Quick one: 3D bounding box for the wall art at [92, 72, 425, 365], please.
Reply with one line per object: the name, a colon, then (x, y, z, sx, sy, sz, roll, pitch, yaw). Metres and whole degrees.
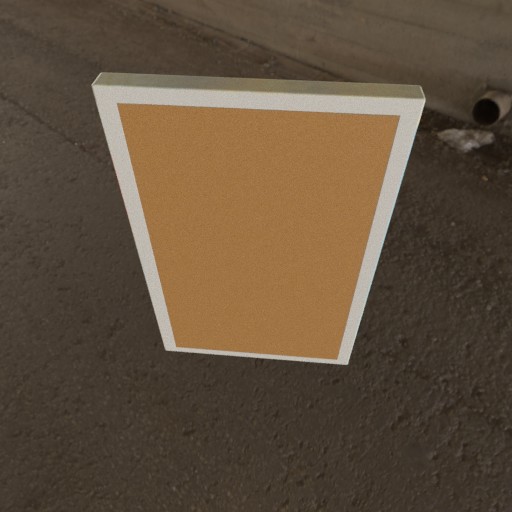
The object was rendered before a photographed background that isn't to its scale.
wall art: (0.000, 0.000, 0.761, 0.401, 0.610, 0.038, 4, 47, 4)
